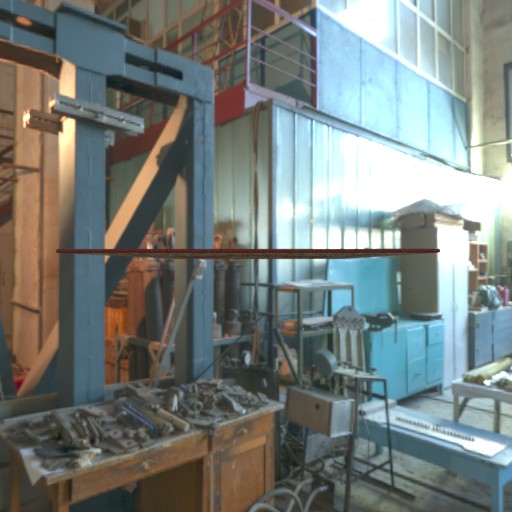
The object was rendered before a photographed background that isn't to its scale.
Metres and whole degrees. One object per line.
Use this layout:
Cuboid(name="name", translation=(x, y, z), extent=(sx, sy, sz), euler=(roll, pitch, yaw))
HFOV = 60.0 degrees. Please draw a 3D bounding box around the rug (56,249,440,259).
Cuboid(name="rug", translation=(0.000, 0.000, 2.270), extent=(1.194, 0.013, 1.802), euler=(0, -1, 2))
